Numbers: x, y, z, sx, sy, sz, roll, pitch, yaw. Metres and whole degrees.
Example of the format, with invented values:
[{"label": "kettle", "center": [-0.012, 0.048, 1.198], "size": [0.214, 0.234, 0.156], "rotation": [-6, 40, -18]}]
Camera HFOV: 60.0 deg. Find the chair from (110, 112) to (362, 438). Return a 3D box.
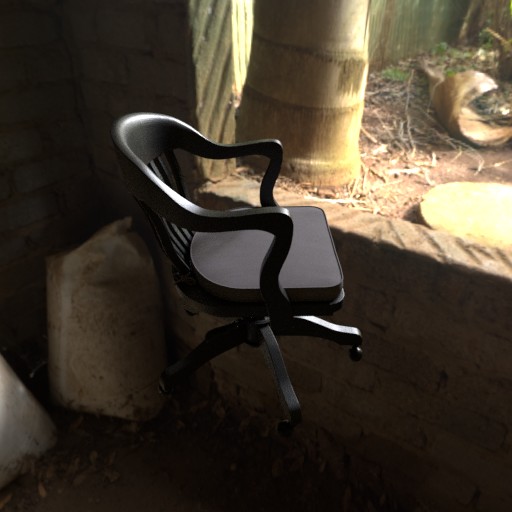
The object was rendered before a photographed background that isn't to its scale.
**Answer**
[{"label": "chair", "center": [0.000, 0.000, 1.451], "size": [0.788, 0.878, 0.750], "rotation": [0, 31, 0]}]
